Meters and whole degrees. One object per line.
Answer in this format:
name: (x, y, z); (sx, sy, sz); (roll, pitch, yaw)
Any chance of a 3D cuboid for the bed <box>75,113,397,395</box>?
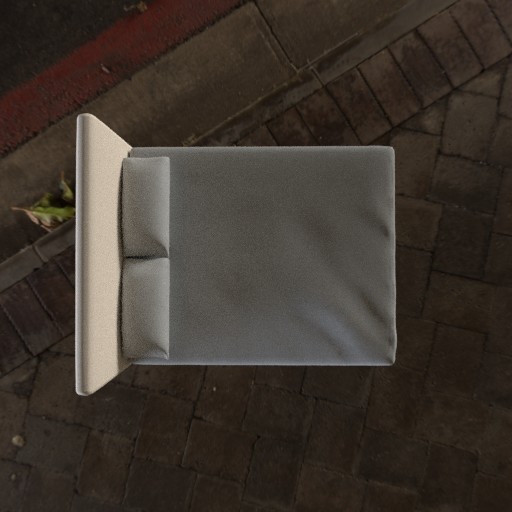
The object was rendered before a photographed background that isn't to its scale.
bed: (0.000, 0.000, 3.246); (2.142, 1.330, 1.748); (0, 89, 1)
